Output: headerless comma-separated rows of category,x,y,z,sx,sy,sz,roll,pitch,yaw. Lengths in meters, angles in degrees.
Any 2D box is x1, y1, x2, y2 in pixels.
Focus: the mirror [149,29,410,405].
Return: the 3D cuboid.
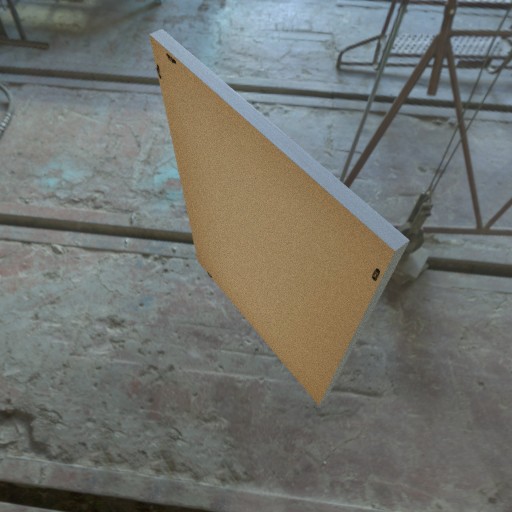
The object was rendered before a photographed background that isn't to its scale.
mirror,0.000,0.000,1.307,0.040,1.016,0.762,-34,64,-19
